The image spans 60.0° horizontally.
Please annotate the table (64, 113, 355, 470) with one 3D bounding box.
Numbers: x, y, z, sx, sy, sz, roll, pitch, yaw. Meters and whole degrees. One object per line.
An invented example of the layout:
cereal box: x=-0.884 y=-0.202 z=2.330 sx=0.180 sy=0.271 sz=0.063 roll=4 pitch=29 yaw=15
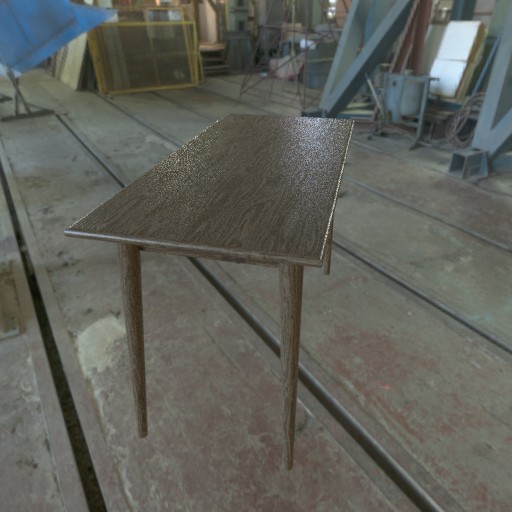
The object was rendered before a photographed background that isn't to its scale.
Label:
table: x=0.000 y=0.000 z=1.702 sx=0.599 sy=0.780 sz=1.300 roll=7 pitch=30 yaw=12
